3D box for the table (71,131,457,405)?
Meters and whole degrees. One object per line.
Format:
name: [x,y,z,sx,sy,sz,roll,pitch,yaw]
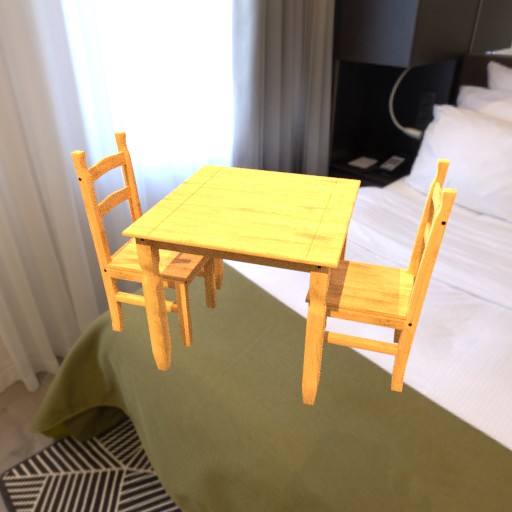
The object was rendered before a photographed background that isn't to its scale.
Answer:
table: [0.000,0.000,2.044,1.501,0.942,0.813,9,31,14]
